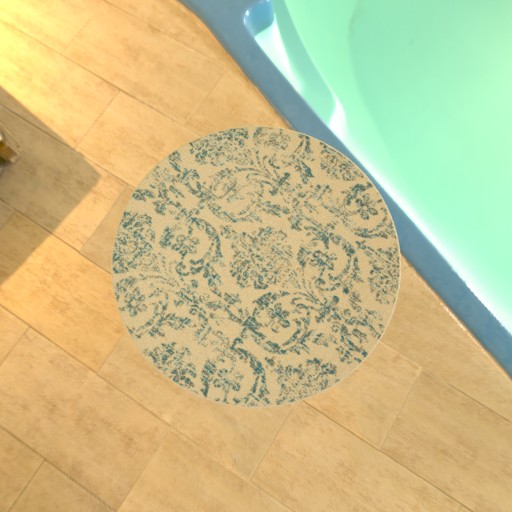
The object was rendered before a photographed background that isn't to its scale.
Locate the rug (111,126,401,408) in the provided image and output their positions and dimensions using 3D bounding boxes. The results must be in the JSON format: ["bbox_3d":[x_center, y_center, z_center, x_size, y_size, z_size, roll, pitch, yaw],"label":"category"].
[{"bbox_3d":[0.000,0.000,2.442,1.593,0.012,1.593,0,76,0],"label":"rug"}]
